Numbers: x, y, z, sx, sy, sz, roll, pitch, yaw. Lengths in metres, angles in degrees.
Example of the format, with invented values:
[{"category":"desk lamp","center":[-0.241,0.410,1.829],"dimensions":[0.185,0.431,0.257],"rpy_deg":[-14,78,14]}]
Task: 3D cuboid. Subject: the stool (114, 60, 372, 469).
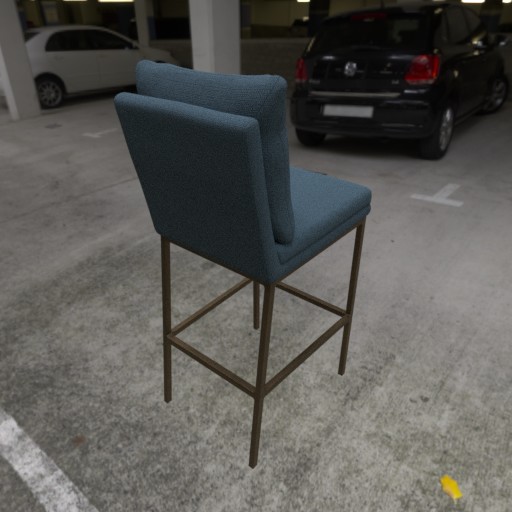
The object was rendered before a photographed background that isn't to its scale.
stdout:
[{"category":"stool","center":[0.000,0.000,1.370],"dimensions":[0.463,1.124,0.568],"rpy_deg":[23,37,33]}]
